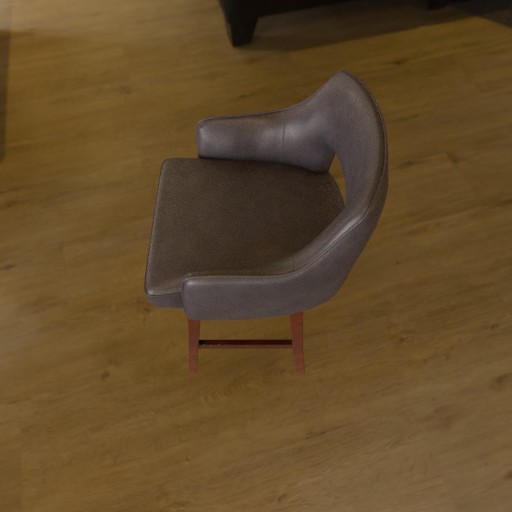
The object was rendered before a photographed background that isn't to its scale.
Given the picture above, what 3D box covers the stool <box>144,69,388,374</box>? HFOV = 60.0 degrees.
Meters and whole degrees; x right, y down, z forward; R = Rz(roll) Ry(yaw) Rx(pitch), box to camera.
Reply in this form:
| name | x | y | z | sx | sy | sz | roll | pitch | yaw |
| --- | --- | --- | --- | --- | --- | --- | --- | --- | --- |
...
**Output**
| name | x | y | z | sx | sy | sz | roll | pitch | yaw |
| --- | --- | --- | --- | --- | --- | --- | --- | --- | --- |
| stool | 0.000 | 0.000 | 1.362 | 0.560 | 1.041 | 0.550 | 0 | 59 | 0 |
